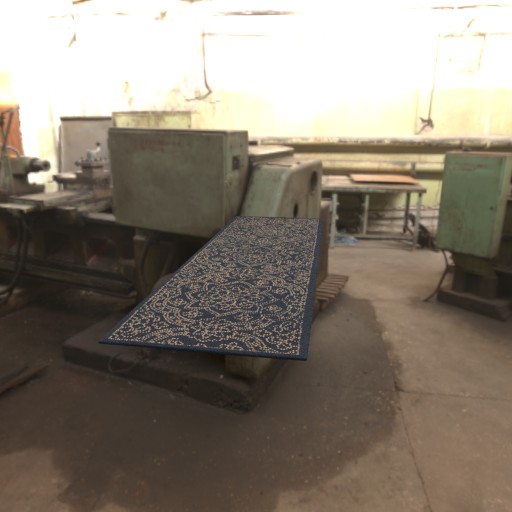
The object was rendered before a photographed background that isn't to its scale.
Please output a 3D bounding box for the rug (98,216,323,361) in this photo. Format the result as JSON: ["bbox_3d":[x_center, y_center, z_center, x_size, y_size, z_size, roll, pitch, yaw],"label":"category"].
[{"bbox_3d":[0.000,0.000,2.721,0.769,0.012,2.448,3,16,9],"label":"rug"}]
